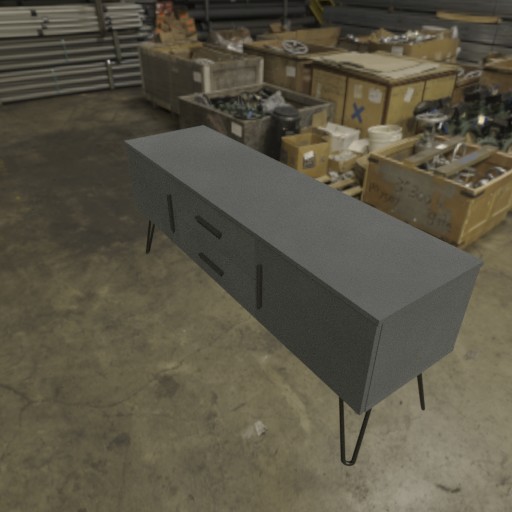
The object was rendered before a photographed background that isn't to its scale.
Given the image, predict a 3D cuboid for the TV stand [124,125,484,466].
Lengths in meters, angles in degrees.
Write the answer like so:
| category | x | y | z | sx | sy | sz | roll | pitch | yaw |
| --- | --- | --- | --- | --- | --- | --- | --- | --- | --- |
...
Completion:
| category | x | y | z | sx | sy | sz | roll | pitch | yaw |
| --- | --- | --- | --- | --- | --- | --- | --- | --- | --- |
| TV stand | 0.000 | 0.000 | 1.638 | 0.400 | 0.560 | 1.400 | -21 | 39 | -29 |
